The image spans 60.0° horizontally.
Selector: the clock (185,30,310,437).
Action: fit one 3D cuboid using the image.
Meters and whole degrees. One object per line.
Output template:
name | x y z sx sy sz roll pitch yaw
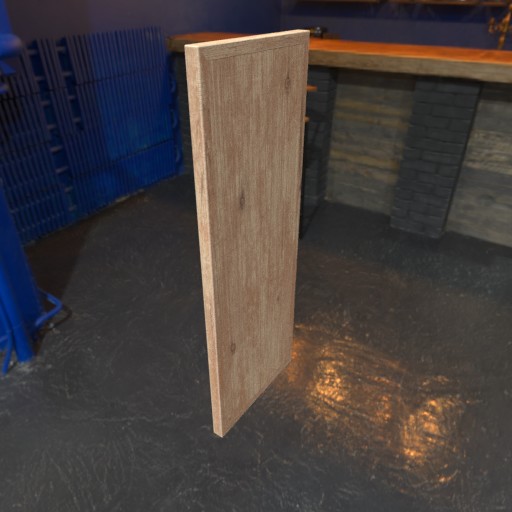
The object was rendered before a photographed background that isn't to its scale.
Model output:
clock | 0.000 0.000 1.084 0.030 0.965 0.361 20 37 29
